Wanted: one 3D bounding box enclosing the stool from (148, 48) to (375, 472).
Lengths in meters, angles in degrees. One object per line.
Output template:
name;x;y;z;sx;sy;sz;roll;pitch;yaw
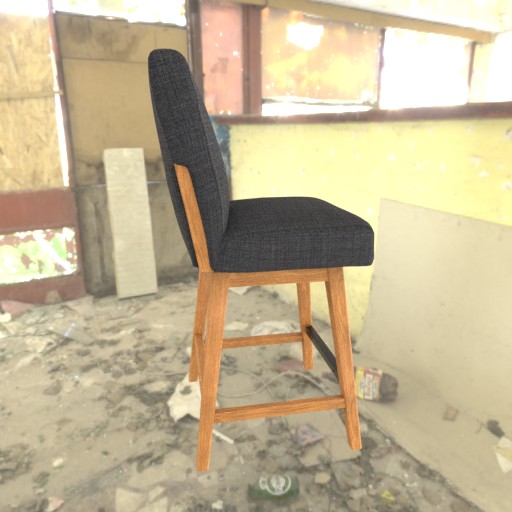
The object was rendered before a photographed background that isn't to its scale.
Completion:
stool;0.000;0.000;1.255;0.526;1.010;0.459;-3;16;-10
